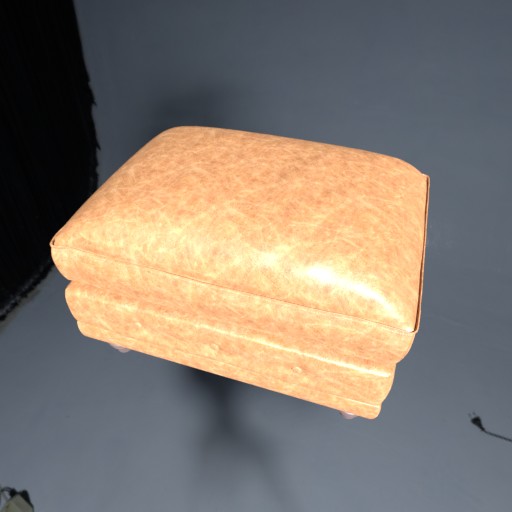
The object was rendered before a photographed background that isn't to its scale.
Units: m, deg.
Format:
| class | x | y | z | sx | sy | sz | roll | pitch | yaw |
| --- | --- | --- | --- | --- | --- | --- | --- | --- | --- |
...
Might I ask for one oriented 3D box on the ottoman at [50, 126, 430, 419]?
| class | x | y | z | sx | sy | sz | roll | pitch | yaw |
| --- | --- | --- | --- | --- | --- | --- | --- | --- | --- |
| ottoman | 0.000 | 0.000 | 1.063 | 0.710 | 0.480 | 0.533 | 12 | 44 | 13 |
